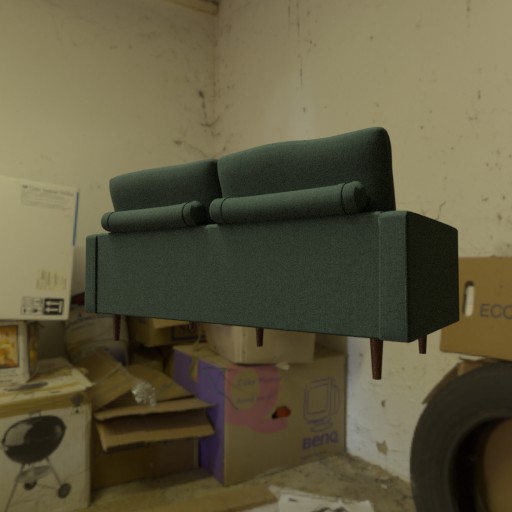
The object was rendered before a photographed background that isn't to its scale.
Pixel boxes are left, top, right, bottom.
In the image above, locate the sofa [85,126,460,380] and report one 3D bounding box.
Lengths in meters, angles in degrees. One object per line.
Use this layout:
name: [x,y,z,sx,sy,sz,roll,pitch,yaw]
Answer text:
sofa: [0.000,0.000,2.567,2.010,1.050,0.966,-1,-2,36]
